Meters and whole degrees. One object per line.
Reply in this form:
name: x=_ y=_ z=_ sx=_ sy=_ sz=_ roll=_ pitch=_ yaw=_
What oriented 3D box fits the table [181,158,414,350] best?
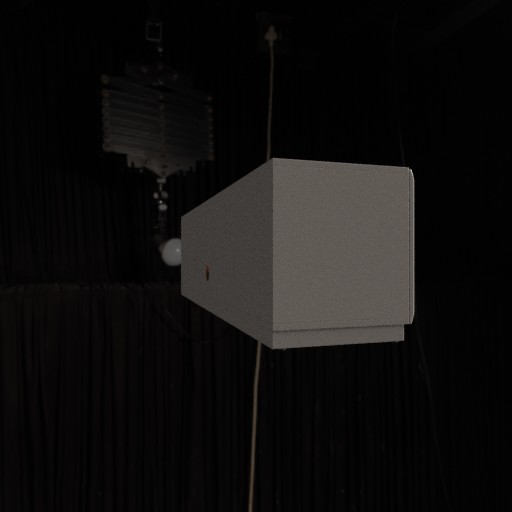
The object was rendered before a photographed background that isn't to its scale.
table: x=0.000 y=0.000 z=1.805 sx=0.400 sy=0.440 sz=1.550 roll=0 pitch=0 yaw=-17
